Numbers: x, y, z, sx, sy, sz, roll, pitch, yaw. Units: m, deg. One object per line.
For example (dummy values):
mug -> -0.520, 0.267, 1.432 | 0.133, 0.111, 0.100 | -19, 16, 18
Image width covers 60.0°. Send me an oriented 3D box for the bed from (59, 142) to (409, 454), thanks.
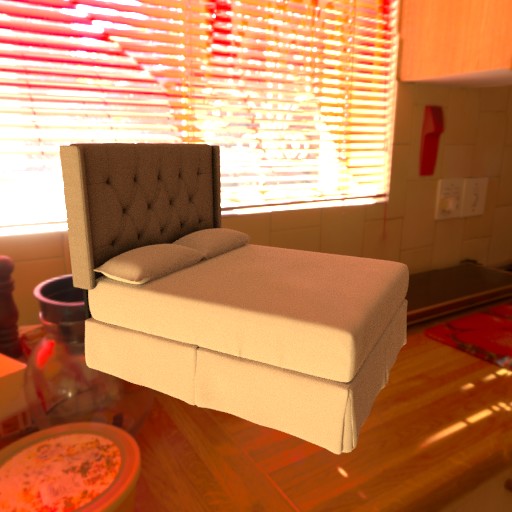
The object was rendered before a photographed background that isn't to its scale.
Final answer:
bed -> 0.000, 0.000, 3.357 | 2.066, 1.665, 1.719 | 7, 16, 27
